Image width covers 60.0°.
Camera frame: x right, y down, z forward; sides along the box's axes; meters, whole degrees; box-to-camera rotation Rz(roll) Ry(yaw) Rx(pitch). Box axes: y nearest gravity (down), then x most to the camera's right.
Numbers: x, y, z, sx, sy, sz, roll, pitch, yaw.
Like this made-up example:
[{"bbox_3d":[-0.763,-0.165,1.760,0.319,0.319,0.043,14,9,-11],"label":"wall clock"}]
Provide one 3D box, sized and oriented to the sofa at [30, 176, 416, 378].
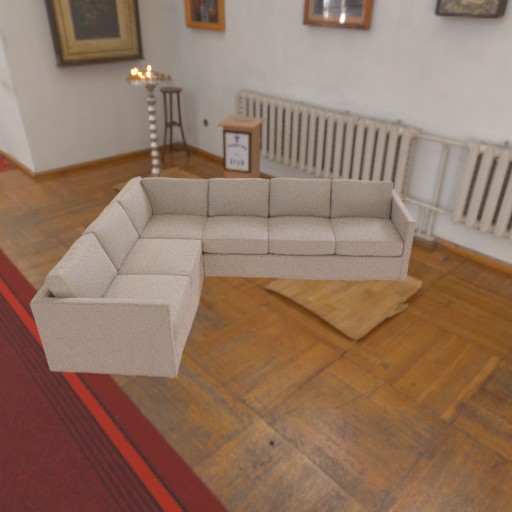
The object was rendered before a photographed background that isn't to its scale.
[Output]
[{"bbox_3d":[0.000,0.000,4.300,3.182,0.871,2.432,1,29,2],"label":"sofa"}]
